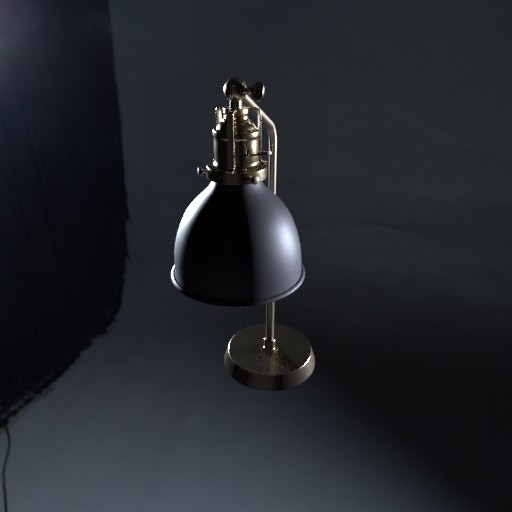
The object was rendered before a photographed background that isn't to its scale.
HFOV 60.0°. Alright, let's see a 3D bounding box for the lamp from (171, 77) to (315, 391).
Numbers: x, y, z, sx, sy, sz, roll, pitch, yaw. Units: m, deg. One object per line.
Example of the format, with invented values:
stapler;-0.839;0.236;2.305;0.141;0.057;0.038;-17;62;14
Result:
lamp;0.000;0.000;0.594;0.160;0.456;0.291;9;28;17
